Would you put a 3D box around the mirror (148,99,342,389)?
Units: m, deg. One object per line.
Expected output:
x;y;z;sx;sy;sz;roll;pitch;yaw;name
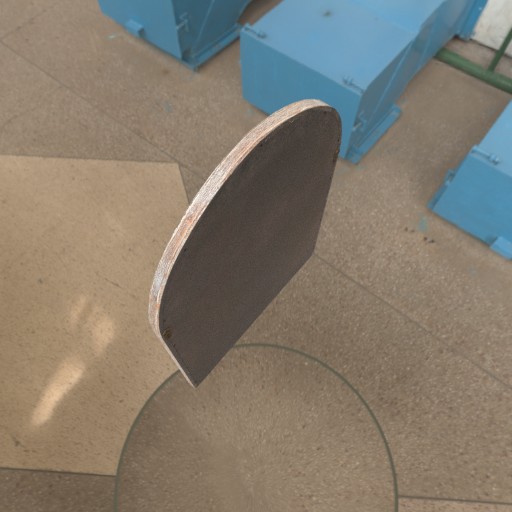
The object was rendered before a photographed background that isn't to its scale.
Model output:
0.000;0.000;1.181;0.032;0.920;0.660;36;69;17;mirror
